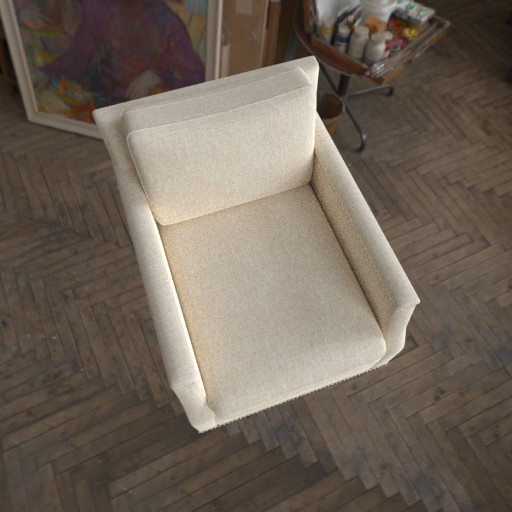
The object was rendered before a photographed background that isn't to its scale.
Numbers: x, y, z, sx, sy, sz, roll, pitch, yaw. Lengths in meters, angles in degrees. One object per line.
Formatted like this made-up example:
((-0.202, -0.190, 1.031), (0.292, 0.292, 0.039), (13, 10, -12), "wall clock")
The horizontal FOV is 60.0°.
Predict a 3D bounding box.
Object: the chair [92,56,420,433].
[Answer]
((0.000, 0.000, 1.721), (0.838, 0.940, 1.041), (-17, 65, -8), "chair")
